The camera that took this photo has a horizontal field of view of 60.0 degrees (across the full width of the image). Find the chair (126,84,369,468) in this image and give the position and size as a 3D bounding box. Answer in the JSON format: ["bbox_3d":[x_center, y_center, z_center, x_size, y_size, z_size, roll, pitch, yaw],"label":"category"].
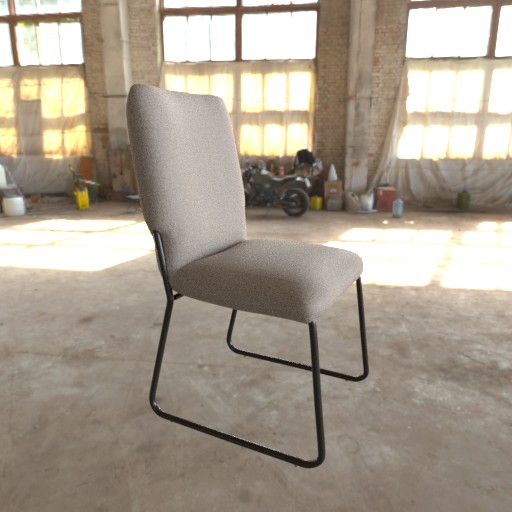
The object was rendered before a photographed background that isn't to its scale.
[{"bbox_3d":[0.000,0.000,1.198,0.560,0.864,0.448,7,17,26],"label":"chair"}]
